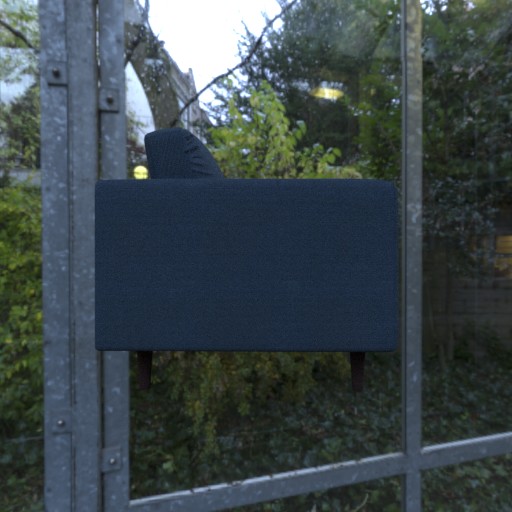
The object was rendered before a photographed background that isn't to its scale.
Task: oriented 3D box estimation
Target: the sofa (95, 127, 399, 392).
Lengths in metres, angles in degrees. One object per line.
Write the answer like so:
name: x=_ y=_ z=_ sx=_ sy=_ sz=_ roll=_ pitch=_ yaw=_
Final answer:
sofa: x=0.000 y=0.000 z=2.158 sx=0.999 sy=0.930 sz=1.518 roll=0 pitch=0 yaw=1
